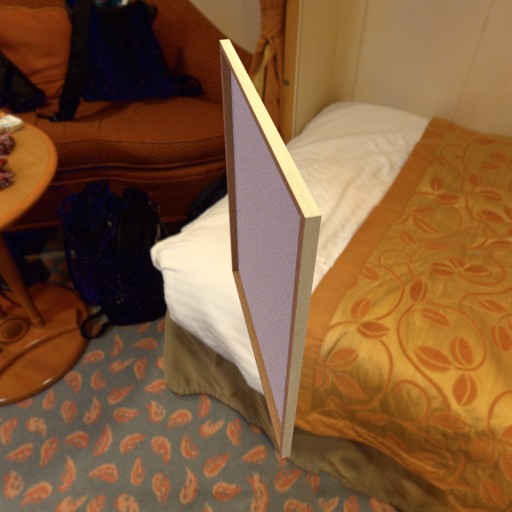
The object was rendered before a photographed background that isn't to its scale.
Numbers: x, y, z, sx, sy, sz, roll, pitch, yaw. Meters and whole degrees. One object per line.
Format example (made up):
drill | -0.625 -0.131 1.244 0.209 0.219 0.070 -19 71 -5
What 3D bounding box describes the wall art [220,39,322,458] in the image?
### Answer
wall art | 0.000 0.000 0.981 0.021 0.710 0.609 -9 45 -9
